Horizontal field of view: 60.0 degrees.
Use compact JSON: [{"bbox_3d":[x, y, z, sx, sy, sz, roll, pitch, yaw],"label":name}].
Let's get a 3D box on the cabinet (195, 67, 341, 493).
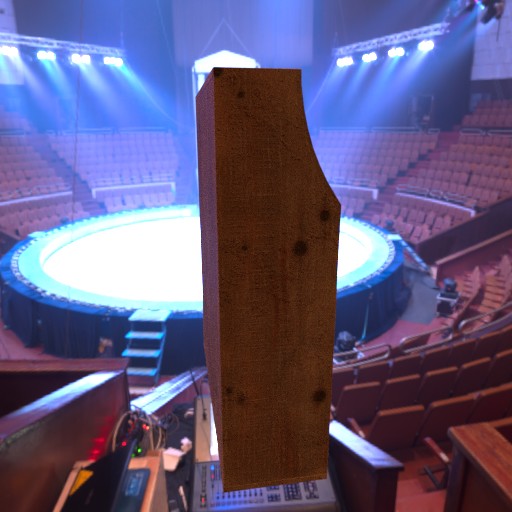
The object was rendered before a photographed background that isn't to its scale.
[{"bbox_3d":[0.000,0.000,0.828,0.184,0.590,0.489,-3,16,-10],"label":"cabinet"}]
